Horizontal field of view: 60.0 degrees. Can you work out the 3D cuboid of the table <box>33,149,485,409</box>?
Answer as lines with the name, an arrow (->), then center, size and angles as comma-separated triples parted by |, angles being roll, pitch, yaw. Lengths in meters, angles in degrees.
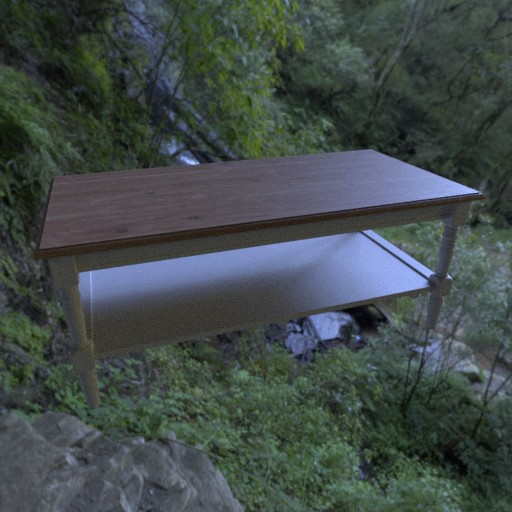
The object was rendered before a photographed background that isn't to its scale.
table -> 0.000, 0.000, 1.363 | 1.118, 0.458, 0.559 | -9, 28, -17
